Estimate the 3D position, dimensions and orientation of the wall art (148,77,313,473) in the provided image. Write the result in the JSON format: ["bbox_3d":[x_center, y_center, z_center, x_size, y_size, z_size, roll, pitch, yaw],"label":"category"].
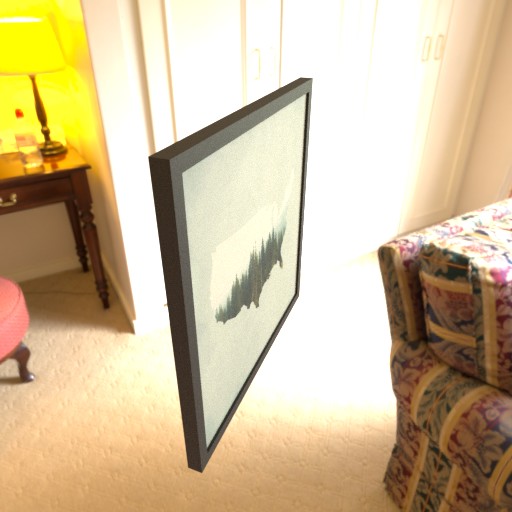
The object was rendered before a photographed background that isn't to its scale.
[{"bbox_3d":[0.000,0.000,1.157,0.038,0.763,0.763,12,33,19],"label":"wall art"}]
